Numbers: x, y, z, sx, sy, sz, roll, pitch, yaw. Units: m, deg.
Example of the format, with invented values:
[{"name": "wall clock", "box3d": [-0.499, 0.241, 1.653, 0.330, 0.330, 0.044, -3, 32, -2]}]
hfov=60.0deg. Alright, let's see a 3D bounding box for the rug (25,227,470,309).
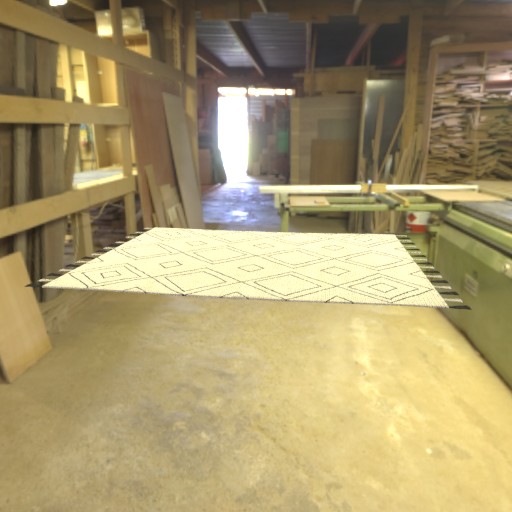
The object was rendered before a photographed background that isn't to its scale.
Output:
[{"name": "rug", "box3d": [0.000, 0.000, 4.260, 3.221, 0.026, 2.342, 2, 15, 8]}]
